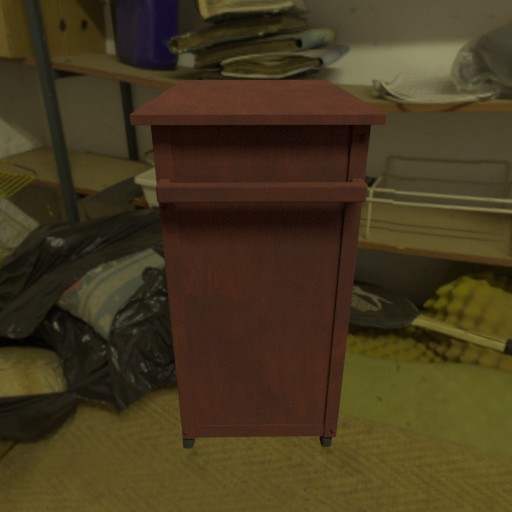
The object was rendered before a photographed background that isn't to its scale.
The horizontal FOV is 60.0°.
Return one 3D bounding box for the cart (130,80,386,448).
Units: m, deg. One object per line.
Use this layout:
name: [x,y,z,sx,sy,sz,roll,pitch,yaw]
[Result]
cart: [0.000,0.000,1.243,0.442,0.864,0.683,0,26,-1]
